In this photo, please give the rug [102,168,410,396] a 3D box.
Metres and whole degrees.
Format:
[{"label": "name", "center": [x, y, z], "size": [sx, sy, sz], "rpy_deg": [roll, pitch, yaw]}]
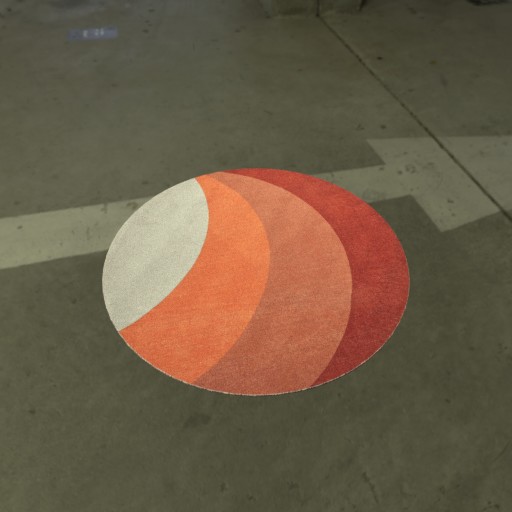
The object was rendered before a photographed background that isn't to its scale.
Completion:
[{"label": "rug", "center": [0.000, 0.000, 2.247], "size": [1.514, 0.015, 1.514], "rpy_deg": [0, 46, 0]}]
